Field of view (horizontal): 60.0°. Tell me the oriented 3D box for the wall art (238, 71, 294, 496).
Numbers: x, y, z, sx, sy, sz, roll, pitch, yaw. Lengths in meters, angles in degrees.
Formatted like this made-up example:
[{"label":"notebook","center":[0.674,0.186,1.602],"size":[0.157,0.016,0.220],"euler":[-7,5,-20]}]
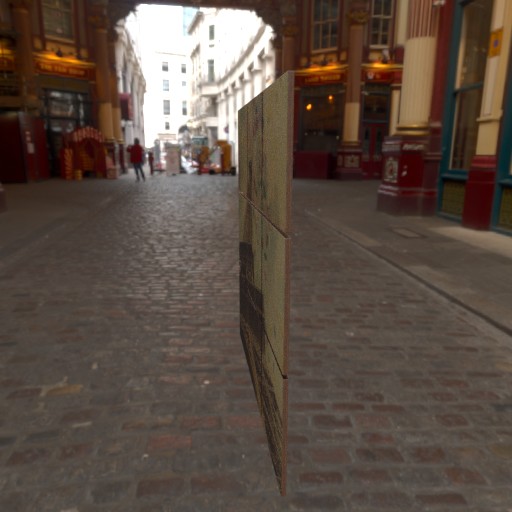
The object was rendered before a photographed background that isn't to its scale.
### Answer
[{"label":"wall art","center":[0.000,0.000,1.844],"size":[0.017,1.246,1.256],"euler":[-2,14,-8]}]
